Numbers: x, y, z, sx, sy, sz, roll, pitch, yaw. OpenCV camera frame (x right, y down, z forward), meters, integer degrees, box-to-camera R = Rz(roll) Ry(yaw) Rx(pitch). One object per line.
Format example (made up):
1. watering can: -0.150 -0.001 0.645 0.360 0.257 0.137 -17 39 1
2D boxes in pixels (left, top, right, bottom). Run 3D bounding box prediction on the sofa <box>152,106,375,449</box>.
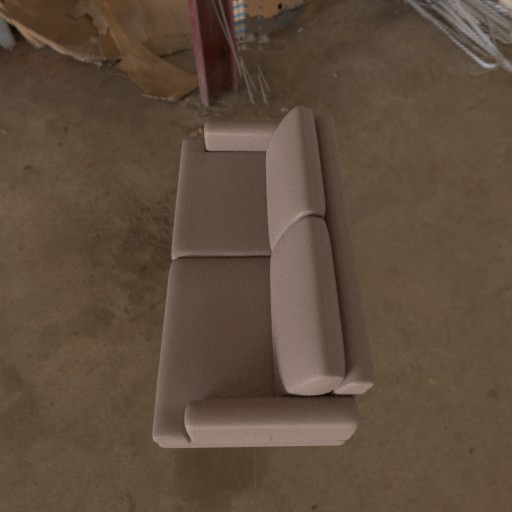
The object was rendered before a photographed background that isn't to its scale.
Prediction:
1. sofa: 0.000 0.000 2.488 0.974 0.765 1.940 -1 58 0
